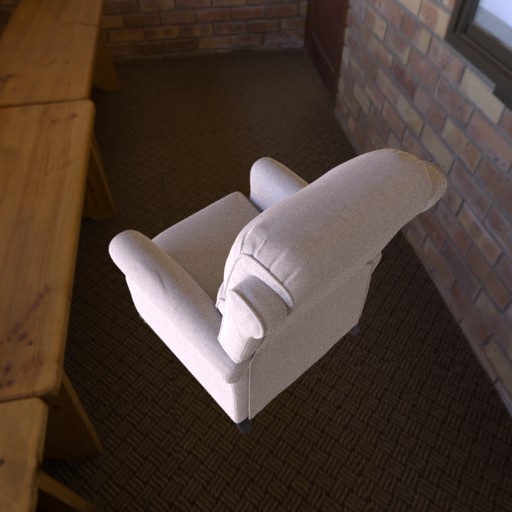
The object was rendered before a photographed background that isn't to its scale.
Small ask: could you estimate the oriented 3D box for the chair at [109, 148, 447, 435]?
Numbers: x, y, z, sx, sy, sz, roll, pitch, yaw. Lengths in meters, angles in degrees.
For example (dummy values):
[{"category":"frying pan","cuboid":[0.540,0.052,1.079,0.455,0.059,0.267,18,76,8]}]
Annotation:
[{"category":"chair","cuboid":[0.000,0.000,1.718,0.859,1.046,0.919,-34,55,-27]}]
